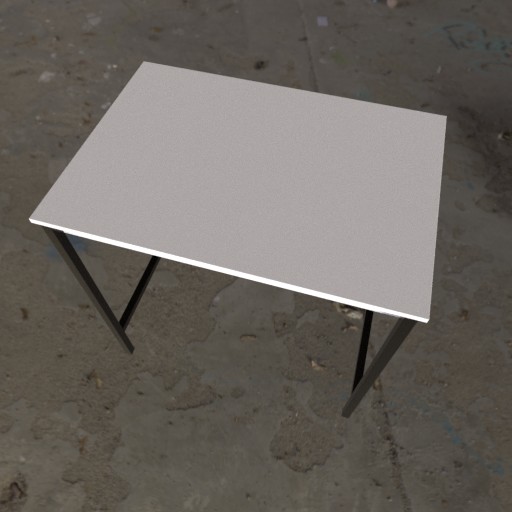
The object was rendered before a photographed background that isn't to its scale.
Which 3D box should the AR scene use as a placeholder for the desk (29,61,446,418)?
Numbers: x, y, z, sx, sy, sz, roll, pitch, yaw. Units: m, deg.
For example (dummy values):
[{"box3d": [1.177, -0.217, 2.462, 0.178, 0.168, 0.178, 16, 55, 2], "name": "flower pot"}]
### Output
[{"box3d": [0.000, 0.000, 1.324, 0.811, 0.766, 0.573, 14, 58, 9], "name": "desk"}]
